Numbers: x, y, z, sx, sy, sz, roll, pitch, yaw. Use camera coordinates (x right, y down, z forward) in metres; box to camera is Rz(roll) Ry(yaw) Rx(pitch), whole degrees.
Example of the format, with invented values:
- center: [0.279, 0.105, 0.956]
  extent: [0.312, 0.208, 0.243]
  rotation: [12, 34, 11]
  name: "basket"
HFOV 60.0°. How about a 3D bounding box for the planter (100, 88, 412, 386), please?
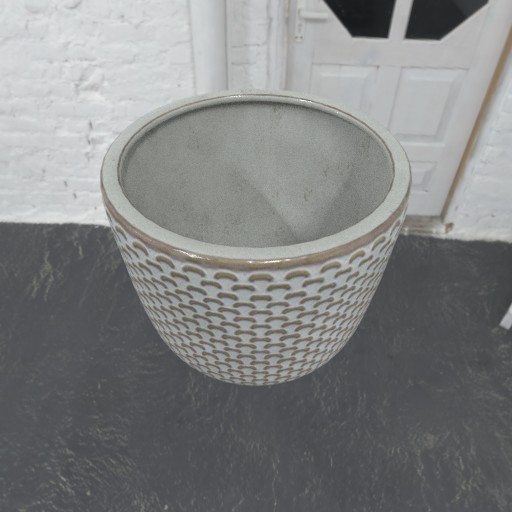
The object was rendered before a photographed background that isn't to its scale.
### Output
- center: [0.000, 0.000, 0.244]
  extent: [0.139, 0.130, 0.139]
  rotation: [0, 45, 0]
  name: "planter"
